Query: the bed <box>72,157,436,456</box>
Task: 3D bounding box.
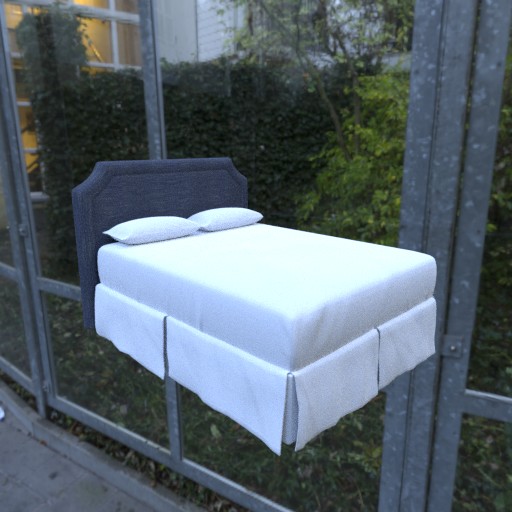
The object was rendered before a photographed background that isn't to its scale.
[{"bbox_3d":[0.000,0.000,3.148,1.693,1.290,2.116,-14,20,-43],"label":"bed"}]
